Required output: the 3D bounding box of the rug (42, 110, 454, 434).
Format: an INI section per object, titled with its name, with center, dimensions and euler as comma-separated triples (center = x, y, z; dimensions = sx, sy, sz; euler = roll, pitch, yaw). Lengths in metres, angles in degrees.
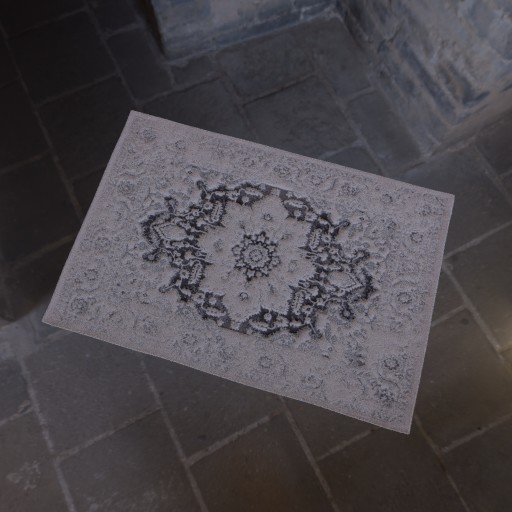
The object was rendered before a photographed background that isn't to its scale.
[rug]
center = 0.000, 0.000, 2.234
dimensions = 1.813, 0.008, 1.223
euler = 16, 75, 4
